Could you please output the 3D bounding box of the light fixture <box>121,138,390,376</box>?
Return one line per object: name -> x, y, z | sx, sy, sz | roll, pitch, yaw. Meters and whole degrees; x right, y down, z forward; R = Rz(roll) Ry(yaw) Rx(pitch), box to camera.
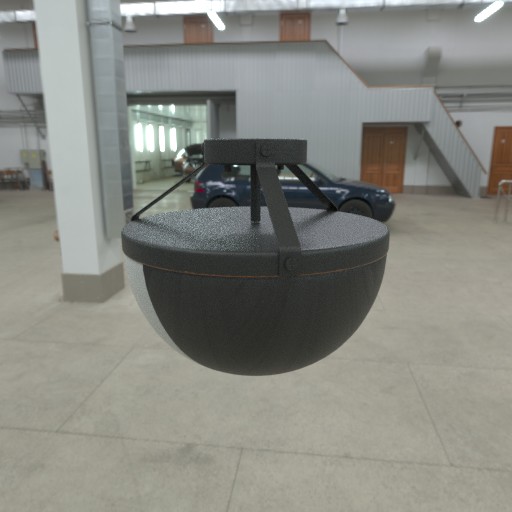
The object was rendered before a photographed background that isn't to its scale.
light fixture -> 0.000, 0.000, 0.530 | 0.304, 0.269, 0.304 | 0, 14, 0
